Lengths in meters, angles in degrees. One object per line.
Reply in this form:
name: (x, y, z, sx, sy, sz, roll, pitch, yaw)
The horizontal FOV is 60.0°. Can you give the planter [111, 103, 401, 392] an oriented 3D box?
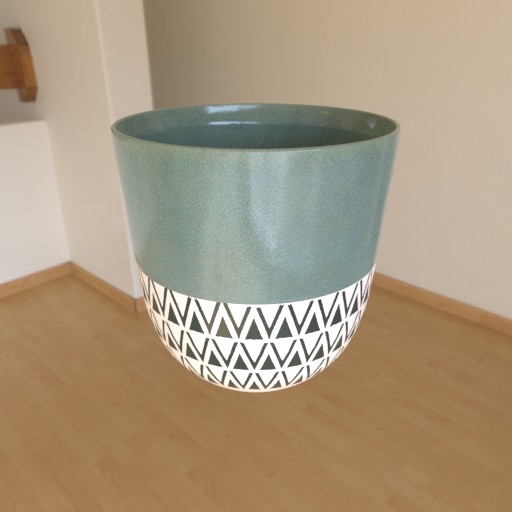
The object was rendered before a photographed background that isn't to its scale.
planter: (0.000, 0.000, 0.361, 0.198, 0.214, 0.198, 0, 26, 0)
